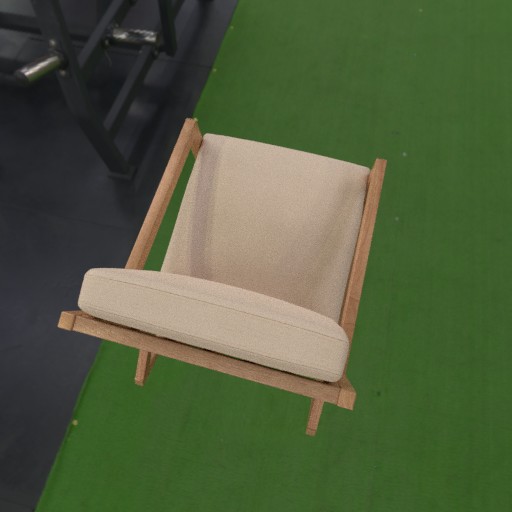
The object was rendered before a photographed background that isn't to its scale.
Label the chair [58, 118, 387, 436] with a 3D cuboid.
[{"bbox_3d":[0.000,0.000,1.357,0.622,0.790,0.857,14,64,7],"label":"chair"}]
